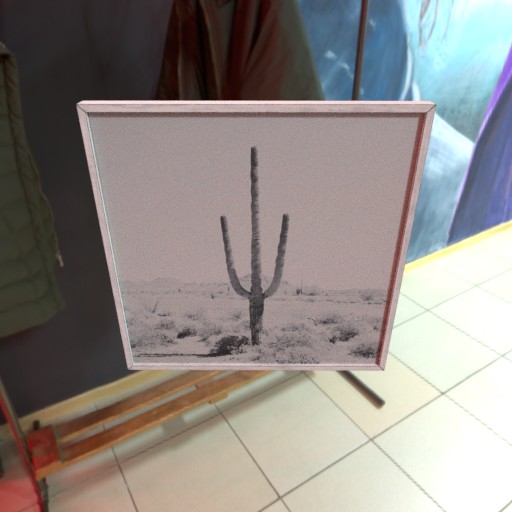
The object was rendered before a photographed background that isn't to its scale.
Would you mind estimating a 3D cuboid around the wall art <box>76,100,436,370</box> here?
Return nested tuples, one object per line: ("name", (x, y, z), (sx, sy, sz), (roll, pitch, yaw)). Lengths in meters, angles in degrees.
("wall art", (0.000, 0.000, 1.144), (0.762, 0.762, 0.038), (0, 30, 0))
